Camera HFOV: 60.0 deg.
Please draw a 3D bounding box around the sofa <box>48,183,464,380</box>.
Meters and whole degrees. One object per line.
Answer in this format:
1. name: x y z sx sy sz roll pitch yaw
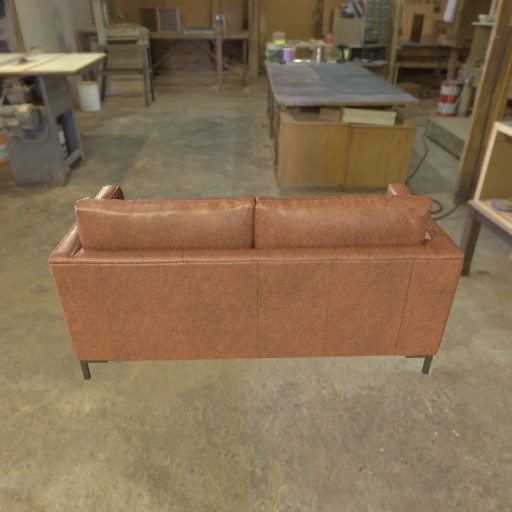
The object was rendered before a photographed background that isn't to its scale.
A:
1. sofa: 0.000 0.000 2.344 1.797 0.883 0.899 -1 30 -2
